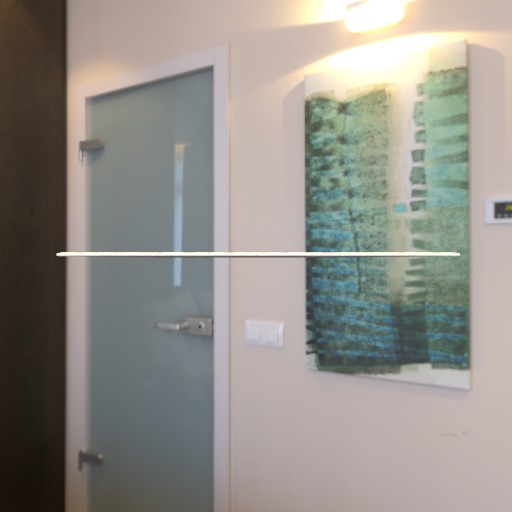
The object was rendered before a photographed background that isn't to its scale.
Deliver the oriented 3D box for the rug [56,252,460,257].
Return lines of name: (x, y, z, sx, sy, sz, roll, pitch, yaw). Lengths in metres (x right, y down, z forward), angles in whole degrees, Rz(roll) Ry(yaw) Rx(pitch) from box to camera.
rug: (0.000, 0.000, 2.848, 1.598, 0.014, 2.202, 0, 0, -1)
